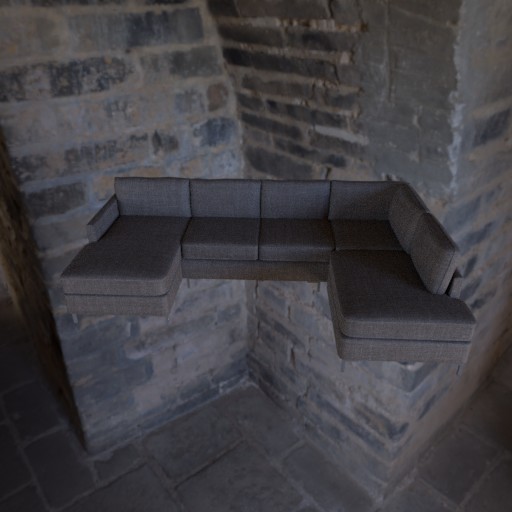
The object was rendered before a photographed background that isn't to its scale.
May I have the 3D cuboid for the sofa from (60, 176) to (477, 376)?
[{"bbox_3d":[0.000,0.000,4.258,3.423,0.999,2.048,1,29,2],"label":"sofa"}]
